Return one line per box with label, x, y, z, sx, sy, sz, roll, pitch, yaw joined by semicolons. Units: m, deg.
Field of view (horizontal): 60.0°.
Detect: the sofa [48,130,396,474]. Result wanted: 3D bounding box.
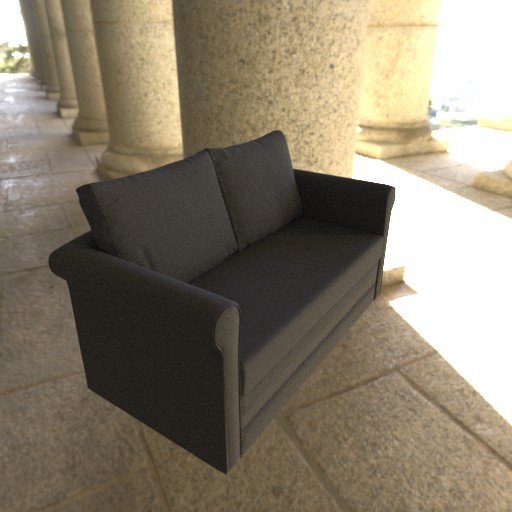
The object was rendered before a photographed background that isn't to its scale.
sofa;0.000;0.000;1.954;0.741;0.872;1.460;17;30;31
